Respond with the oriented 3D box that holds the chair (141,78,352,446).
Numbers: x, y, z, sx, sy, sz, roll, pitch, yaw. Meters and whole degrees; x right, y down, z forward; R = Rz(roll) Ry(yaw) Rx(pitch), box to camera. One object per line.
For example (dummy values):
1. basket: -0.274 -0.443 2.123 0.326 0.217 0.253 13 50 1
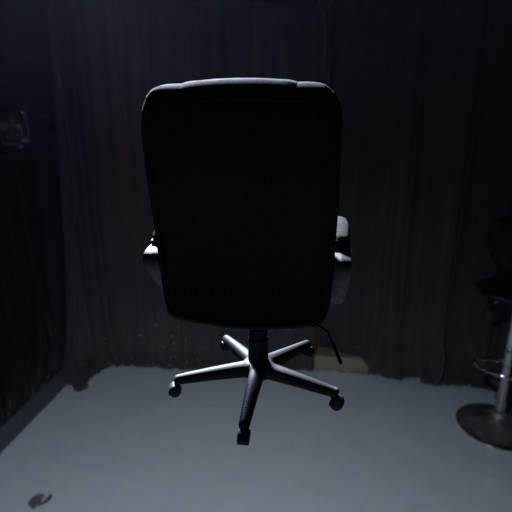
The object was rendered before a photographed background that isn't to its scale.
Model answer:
1. chair: 0.000 0.000 1.565 0.667 1.105 0.724 2 16 8
